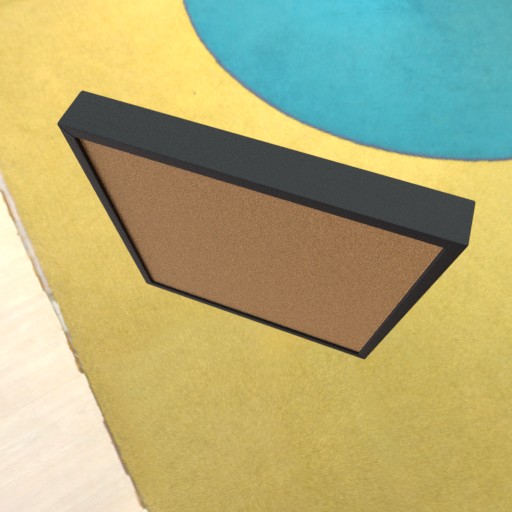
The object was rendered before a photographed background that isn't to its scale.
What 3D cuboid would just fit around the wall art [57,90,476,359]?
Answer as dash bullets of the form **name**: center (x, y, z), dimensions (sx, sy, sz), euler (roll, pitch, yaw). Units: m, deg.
- **wall art**: center (0.000, 0.000, 0.452), dimensions (0.305, 0.305, 0.037), euler (18, 65, 9)
